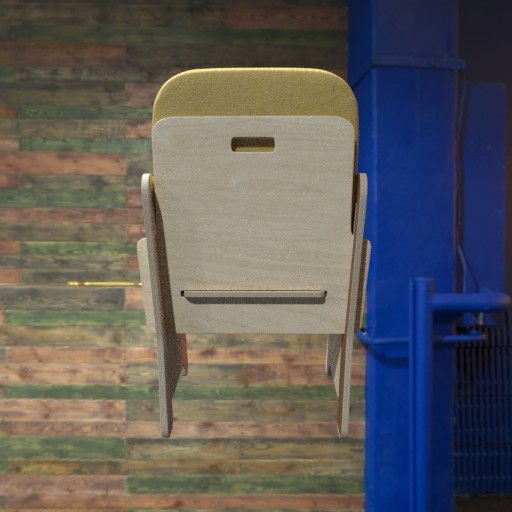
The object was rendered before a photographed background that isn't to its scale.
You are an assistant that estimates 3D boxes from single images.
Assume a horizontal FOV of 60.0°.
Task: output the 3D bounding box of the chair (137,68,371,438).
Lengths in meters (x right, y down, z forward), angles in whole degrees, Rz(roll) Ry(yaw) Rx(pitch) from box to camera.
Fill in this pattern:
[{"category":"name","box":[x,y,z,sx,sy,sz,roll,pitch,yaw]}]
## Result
[{"category":"chair","box":[0.000,0.000,1.264,0.590,0.800,0.710,0,0,1]}]
